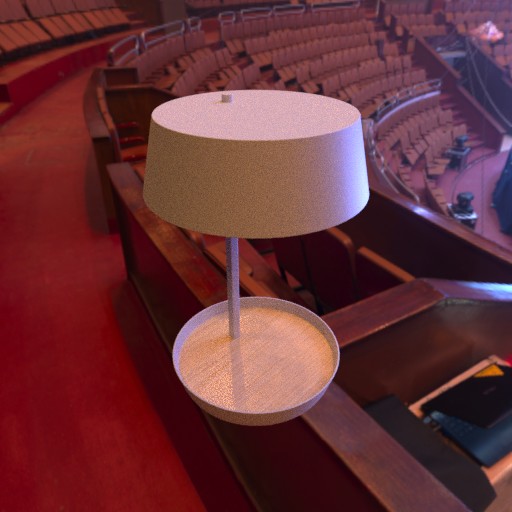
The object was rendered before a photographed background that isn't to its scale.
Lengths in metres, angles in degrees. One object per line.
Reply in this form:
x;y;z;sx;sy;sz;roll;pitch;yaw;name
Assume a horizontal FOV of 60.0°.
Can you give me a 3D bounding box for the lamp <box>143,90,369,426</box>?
0.000;0.000;0.639;0.291;0.429;0.291;0;31;0;lamp
